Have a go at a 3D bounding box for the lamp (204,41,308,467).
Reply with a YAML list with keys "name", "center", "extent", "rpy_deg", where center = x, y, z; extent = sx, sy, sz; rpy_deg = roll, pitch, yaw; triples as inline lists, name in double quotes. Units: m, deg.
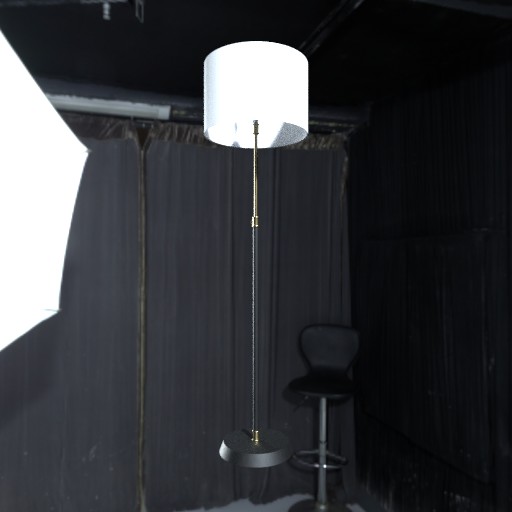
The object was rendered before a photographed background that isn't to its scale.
- name: "lamp"
  center: [0.000, 0.000, 1.734]
  extent: [0.404, 1.517, 0.404]
  rpy_deg: [0, 0, -17]
